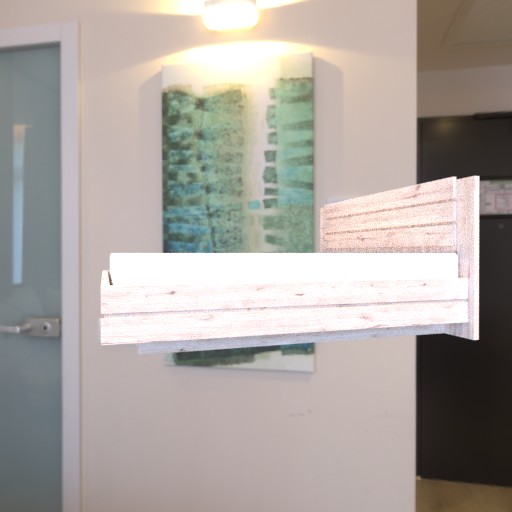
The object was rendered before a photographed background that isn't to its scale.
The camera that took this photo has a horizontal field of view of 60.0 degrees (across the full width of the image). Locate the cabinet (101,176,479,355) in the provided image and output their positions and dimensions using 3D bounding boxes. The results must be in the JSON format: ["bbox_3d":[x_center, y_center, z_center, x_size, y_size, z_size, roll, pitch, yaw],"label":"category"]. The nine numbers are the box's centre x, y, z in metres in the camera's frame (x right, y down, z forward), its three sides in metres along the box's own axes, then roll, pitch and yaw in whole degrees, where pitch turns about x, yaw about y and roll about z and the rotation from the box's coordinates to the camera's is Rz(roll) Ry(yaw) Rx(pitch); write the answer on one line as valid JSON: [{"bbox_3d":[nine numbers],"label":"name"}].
[{"bbox_3d":[0.000,0.000,3.169,2.080,0.970,1.950,0,0,-19],"label":"cabinet"}]
